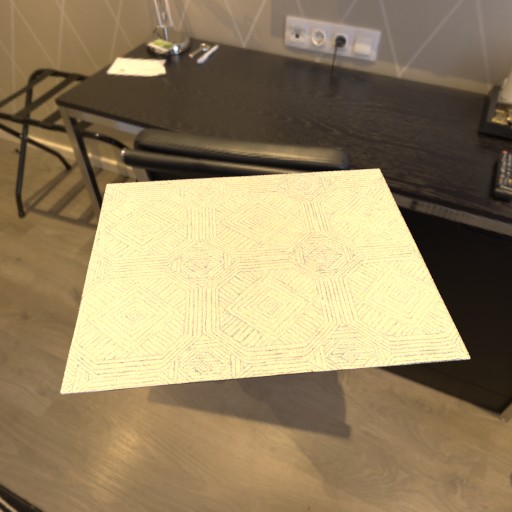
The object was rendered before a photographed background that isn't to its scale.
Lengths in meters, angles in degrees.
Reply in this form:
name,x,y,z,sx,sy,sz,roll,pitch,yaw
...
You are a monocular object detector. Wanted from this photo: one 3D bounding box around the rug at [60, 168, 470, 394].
name,x,y,z,sx,sy,sz,roll,pitch,yaw
rug,0.000,0.000,4.107,3.049,0.015,2.457,-4,47,-4
